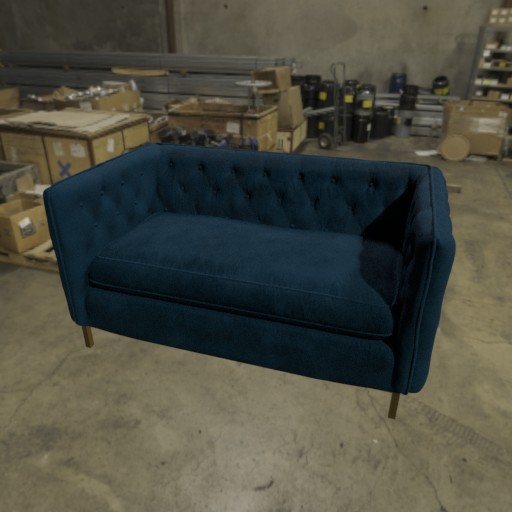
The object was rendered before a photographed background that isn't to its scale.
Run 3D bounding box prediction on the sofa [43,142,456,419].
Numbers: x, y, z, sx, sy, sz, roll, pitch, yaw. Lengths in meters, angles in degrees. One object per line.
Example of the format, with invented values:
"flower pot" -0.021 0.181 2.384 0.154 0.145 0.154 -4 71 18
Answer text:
"sofa" 0.000 0.000 2.085 1.583 0.810 0.909 8 28 16
